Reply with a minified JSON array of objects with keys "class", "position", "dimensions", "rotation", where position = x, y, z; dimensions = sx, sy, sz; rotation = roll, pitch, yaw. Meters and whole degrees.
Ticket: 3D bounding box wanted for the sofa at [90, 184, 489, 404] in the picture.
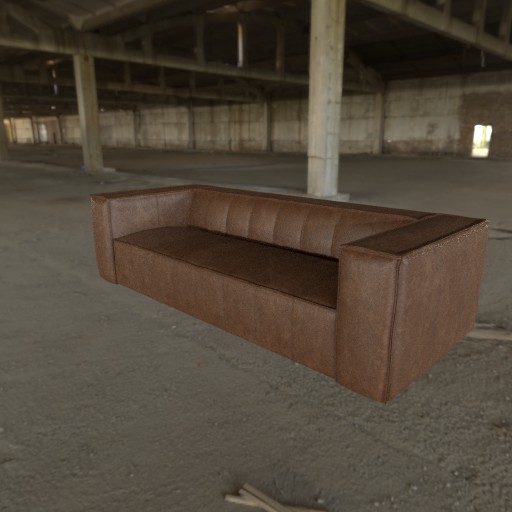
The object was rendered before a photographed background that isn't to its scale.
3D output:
[{"class":"sofa","position":[0.000,0.000,2.972],"dimensions":[2.581,0.701,1.102],"rotation":[14,21,42]}]
